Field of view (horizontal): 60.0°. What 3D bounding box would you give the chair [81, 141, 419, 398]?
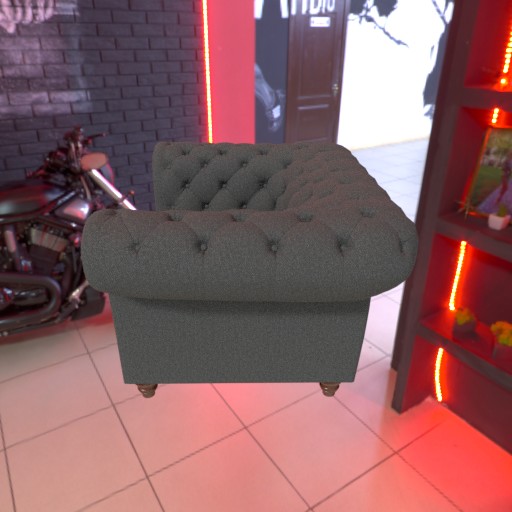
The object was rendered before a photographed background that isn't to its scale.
[{"bbox_3d":[0.000,0.000,1.880,0.976,0.770,1.270,0,26,-1],"label":"chair"}]
